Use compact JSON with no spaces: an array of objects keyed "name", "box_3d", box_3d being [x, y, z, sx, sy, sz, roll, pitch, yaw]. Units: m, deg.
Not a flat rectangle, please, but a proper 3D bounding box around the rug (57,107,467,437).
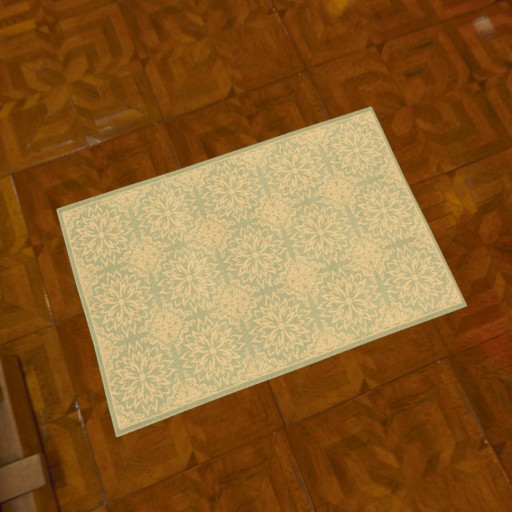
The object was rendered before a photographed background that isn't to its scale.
[{"name":"rug","box_3d":[0.000,0.000,3.454,2.746,0.018,1.819,-19,76,-5]}]
